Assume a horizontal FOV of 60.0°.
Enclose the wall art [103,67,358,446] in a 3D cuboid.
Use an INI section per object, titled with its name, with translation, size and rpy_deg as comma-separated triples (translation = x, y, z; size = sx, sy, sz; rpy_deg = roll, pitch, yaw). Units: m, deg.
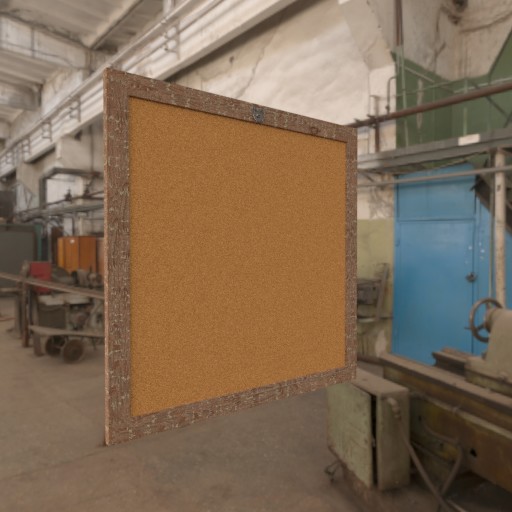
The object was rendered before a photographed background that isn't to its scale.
[wall art]
translation = 0.000, 0.000, 0.568
size = 0.384, 0.384, 0.012
rpy_deg = -1, 1, -37
